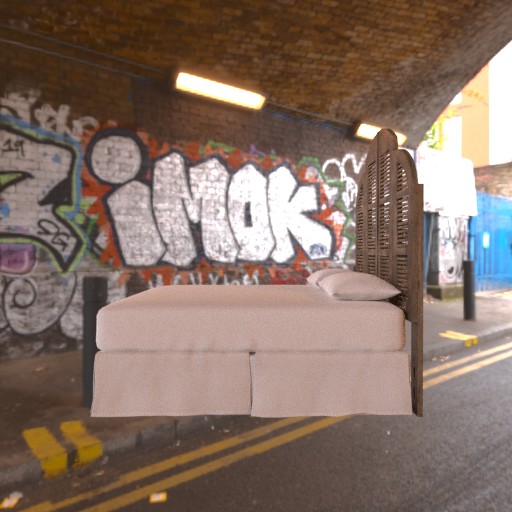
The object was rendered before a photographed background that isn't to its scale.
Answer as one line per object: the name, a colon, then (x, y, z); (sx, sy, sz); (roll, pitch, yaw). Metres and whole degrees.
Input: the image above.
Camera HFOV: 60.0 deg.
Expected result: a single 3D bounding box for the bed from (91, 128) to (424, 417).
bed: (0.000, 0.000, 3.592); (2.138, 2.019, 1.713); (0, 1, 0)
